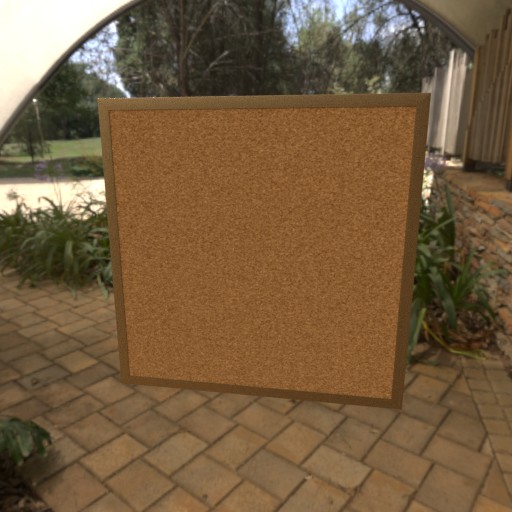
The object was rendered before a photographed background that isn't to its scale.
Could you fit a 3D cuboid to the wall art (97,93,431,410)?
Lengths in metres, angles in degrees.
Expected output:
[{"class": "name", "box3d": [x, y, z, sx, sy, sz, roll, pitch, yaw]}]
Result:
[{"class": "wall art", "box3d": [0.000, 0.000, 0.750, 0.510, 0.509, 0.037, 2, 15, 9]}]
